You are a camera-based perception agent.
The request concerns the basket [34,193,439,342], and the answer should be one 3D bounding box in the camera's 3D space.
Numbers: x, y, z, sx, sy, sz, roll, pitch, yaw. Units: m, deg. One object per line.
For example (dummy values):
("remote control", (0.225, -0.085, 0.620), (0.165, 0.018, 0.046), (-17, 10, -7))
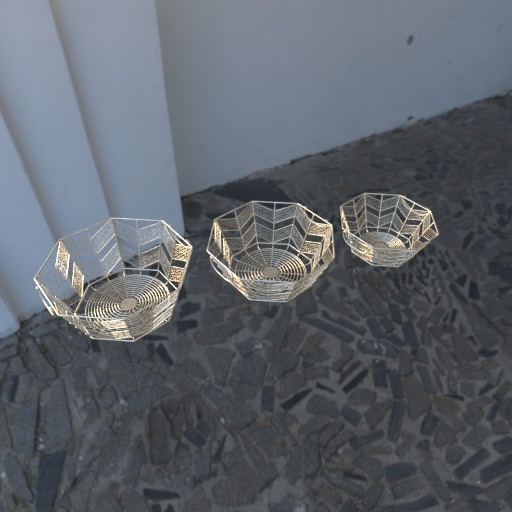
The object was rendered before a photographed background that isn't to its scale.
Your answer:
("basket", (0.000, 0.000, 1.385), (1.246, 0.178, 0.432), (-12, 44, -13))
